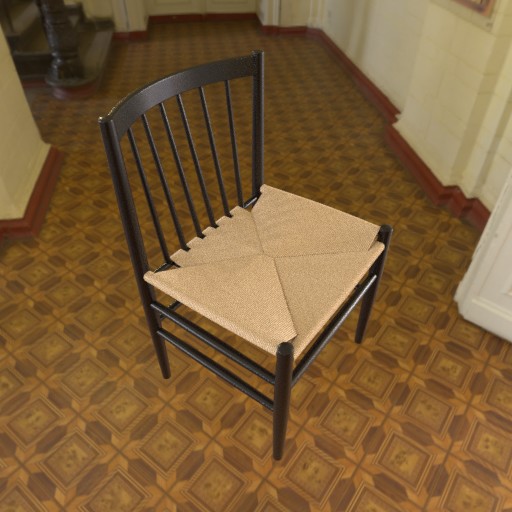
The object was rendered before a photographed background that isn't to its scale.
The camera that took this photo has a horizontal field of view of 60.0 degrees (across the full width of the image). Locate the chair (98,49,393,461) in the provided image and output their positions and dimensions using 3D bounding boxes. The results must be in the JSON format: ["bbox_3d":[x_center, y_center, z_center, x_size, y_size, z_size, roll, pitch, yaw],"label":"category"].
[{"bbox_3d":[0.000,0.000,1.124,0.516,0.818,0.495,26,48,26],"label":"chair"}]
